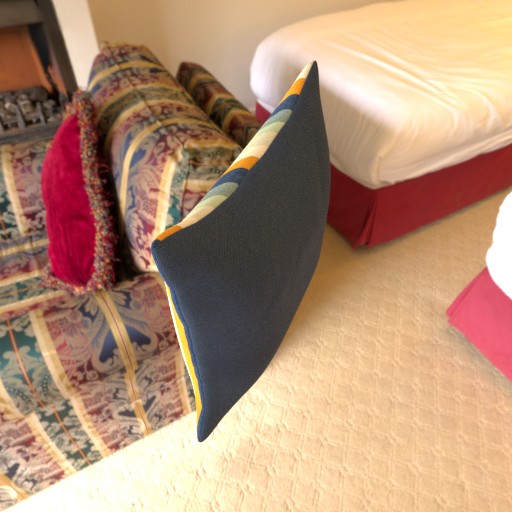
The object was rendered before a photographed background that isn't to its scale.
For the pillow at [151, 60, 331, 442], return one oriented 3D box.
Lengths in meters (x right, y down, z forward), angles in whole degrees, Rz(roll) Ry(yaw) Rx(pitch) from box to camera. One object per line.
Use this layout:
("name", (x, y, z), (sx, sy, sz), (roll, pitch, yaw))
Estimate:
("pillow", (0.000, 0.000, 0.710), (0.173, 0.454, 0.463), (17, 48, 16))
